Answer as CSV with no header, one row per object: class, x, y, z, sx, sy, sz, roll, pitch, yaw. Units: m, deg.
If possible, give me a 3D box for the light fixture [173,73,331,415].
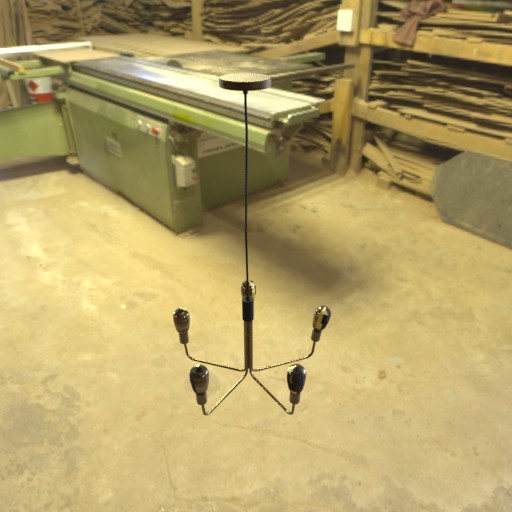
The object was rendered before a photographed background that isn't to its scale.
light fixture,0.000,0.000,1.402,0.588,1.059,0.532,-21,37,-31
